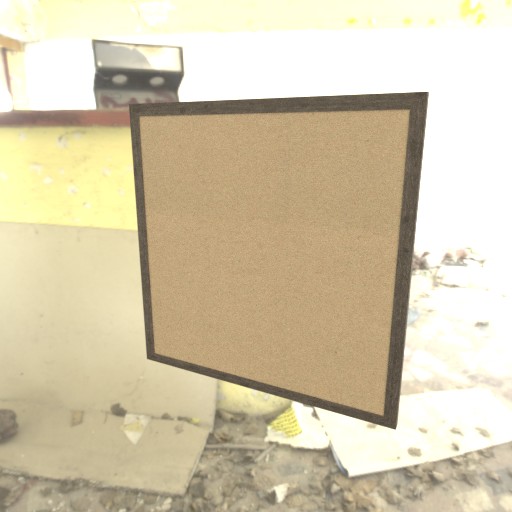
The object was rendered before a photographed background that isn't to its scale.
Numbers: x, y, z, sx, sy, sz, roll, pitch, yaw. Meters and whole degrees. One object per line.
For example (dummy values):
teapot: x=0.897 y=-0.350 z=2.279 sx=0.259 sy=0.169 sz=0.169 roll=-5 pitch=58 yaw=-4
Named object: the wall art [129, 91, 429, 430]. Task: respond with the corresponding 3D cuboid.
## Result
wall art: x=0.000 y=0.000 z=0.682 sx=0.457 sy=0.457 sz=0.013 roll=8 pitch=17 yaw=26
